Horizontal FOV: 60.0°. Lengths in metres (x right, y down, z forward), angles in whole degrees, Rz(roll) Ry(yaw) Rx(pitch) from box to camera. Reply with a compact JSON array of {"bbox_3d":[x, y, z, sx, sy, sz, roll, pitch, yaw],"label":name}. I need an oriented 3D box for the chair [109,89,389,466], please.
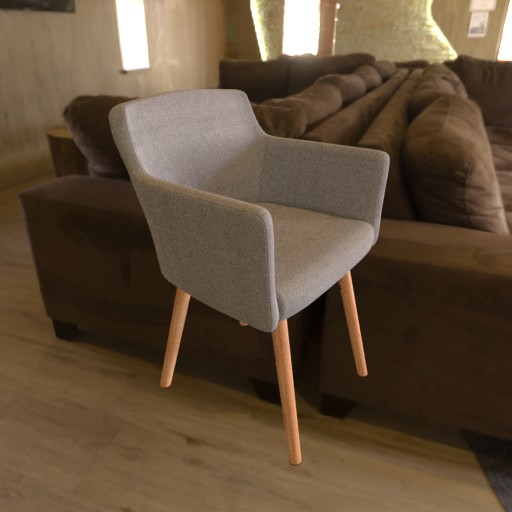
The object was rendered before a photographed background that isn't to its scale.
[{"bbox_3d":[0.000,0.000,1.148,0.540,0.780,0.570,18,31,32],"label":"chair"}]
